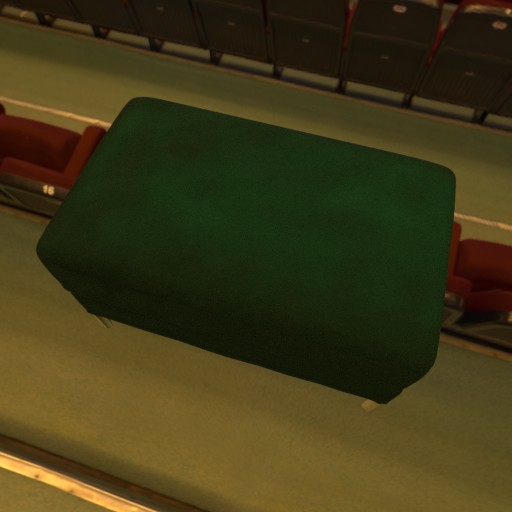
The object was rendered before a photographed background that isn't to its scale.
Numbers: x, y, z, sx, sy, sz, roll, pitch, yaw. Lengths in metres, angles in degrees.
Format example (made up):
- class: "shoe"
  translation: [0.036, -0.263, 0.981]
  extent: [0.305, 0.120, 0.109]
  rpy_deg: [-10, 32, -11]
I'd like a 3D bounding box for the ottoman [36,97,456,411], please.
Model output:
- class: "ottoman"
  translation: [0.000, 0.000, 1.217]
  extent: [0.886, 0.533, 0.536]
  rpy_deg: [15, 63, 8]
